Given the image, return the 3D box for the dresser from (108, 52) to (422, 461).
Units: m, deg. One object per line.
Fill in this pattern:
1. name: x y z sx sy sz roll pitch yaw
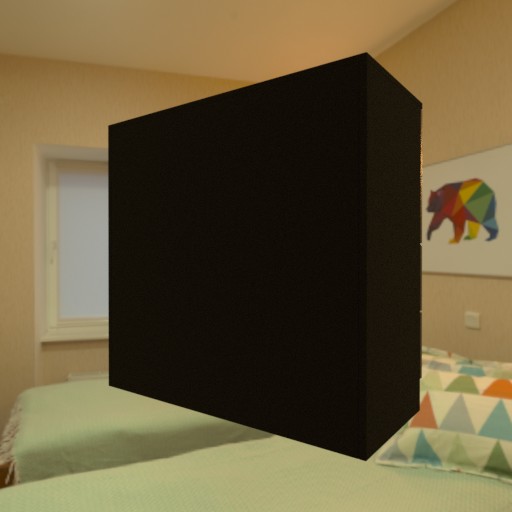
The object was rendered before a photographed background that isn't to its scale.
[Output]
1. dresser: 0.000 0.000 1.146 0.750 0.720 0.360 0 0 37
